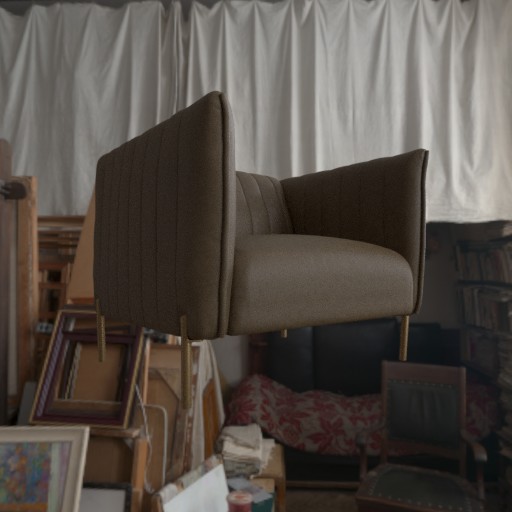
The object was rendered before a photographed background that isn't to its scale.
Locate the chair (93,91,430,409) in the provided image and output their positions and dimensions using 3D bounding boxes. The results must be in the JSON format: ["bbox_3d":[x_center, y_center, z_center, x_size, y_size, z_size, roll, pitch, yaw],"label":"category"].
[{"bbox_3d":[0.000,0.000,1.633,0.981,0.779,0.876,1,-1,-38],"label":"chair"}]
